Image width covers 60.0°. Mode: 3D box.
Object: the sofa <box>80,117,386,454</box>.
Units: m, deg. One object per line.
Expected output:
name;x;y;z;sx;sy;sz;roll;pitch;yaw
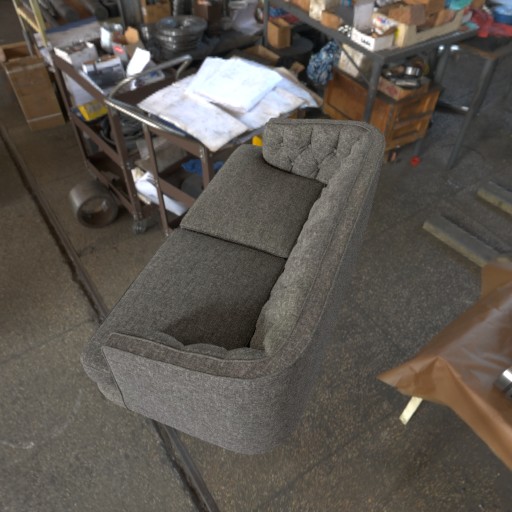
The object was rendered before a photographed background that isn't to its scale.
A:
sofa;0.000;0.000;2.270;0.941;0.855;1.733;17;50;15
